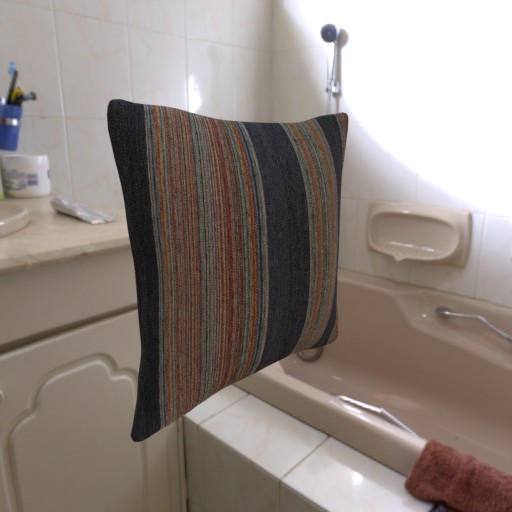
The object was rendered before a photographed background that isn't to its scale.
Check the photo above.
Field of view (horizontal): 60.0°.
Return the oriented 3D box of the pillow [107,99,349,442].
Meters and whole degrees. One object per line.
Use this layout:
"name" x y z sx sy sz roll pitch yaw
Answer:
"pillow" 0.000 0.000 0.655 0.437 0.419 0.136 -14 21 -42
